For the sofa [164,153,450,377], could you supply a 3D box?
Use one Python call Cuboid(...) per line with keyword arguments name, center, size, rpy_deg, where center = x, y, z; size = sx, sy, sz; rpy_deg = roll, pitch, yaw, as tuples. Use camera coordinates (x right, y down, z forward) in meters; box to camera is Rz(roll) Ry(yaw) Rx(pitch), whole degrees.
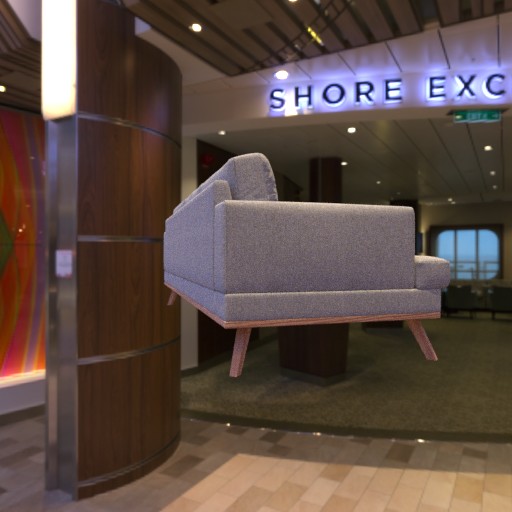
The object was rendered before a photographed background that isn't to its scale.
Cuboid(name="sofa", center=(0.000, 0.000, 2.701), size=(0.920, 0.810, 2.310), rpy_deg=(0, 0, -17))
